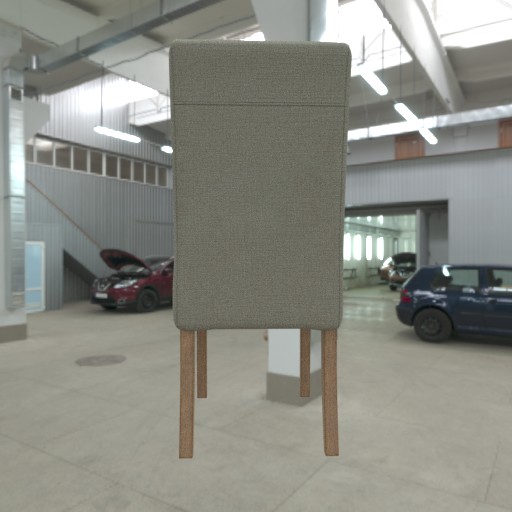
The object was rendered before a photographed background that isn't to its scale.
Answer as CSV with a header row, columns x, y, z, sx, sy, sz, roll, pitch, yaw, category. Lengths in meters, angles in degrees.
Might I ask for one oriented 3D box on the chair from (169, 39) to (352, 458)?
x,y,z,sx,sy,sz,roll,pitch,yaw,category
0.000,0.000,1.340,0.450,1.033,0.611,0,0,-2,chair
